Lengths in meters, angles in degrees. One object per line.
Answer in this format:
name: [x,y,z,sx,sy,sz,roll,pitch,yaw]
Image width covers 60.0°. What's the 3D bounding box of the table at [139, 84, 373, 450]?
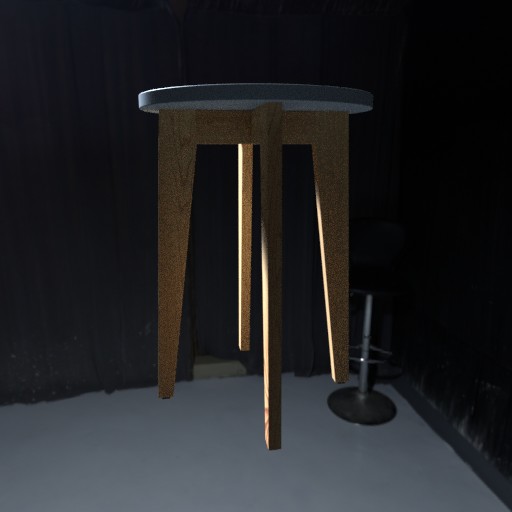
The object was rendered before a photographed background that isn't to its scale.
table: [0.000,0.000,0.744,0.350,0.500,0.350,0,14,0]
